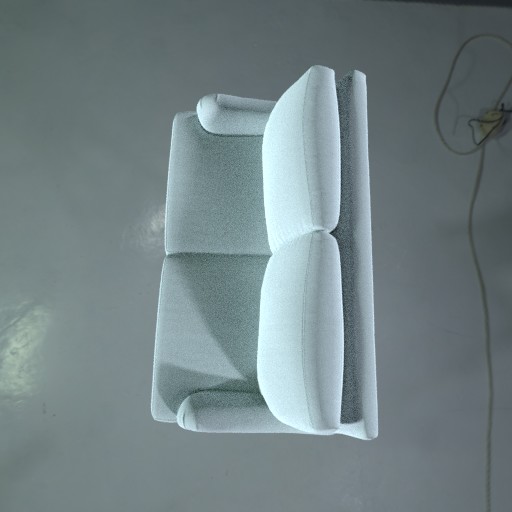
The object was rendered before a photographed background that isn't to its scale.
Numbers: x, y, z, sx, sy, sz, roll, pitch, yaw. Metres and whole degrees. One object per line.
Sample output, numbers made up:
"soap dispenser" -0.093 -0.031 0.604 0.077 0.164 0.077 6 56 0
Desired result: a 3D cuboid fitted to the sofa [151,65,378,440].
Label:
"sofa" 0.000 0.000 2.510 1.084 1.101 1.853 1 77 0
